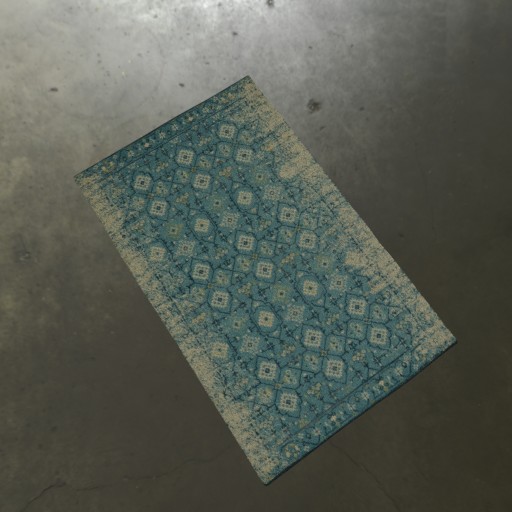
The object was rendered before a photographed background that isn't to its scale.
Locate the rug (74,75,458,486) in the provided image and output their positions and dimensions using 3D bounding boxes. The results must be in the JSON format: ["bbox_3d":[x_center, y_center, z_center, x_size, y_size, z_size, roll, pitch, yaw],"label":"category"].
[{"bbox_3d":[0.000,0.000,3.024,1.530,0.015,2.449,-33,77,-8],"label":"rug"}]
